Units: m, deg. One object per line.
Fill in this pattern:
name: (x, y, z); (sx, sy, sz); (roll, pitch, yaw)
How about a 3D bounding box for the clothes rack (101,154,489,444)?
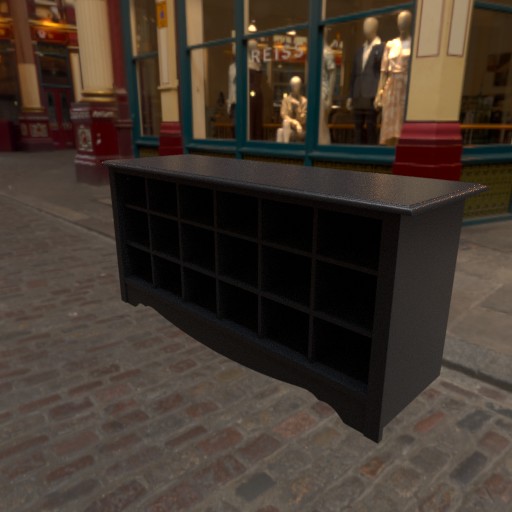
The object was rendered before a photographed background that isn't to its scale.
clothes rack: (0.000, 0.000, 1.448); (1.219, 0.556, 0.406); (17, 24, 42)
